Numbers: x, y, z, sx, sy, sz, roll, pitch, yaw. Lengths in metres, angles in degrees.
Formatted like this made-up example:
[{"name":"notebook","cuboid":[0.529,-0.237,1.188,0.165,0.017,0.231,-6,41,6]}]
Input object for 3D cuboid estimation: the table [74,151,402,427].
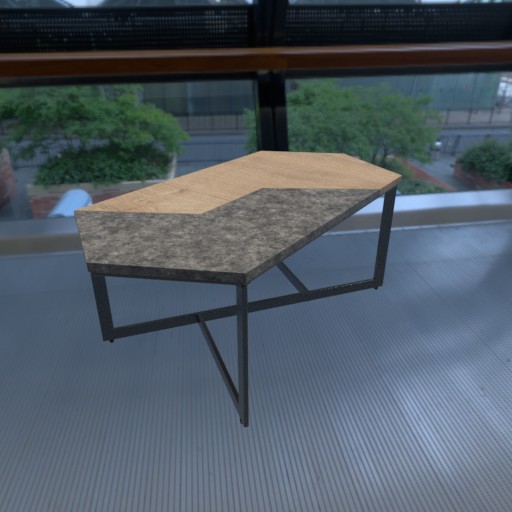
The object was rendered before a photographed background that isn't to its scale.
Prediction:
[{"name":"table","cuboid":[0.000,0.000,1.493,0.609,0.457,1.219,18,32,32]}]
